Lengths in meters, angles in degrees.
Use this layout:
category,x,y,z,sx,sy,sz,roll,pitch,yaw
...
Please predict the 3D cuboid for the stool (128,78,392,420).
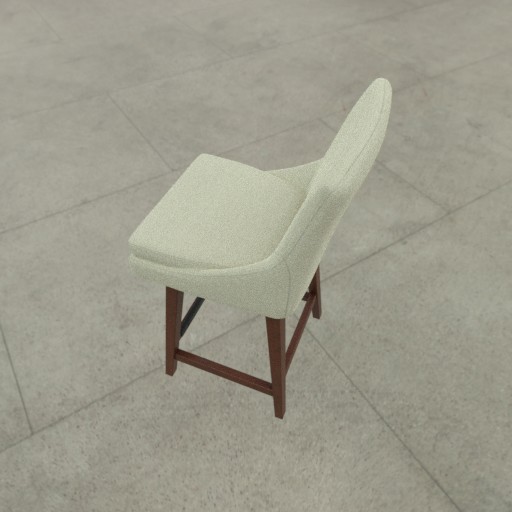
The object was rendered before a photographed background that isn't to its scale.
category,x,y,z,sx,sy,sz,roll,pitch,yaw
stool,0.000,0.000,1.314,0.559,0.991,0.469,17,50,15
